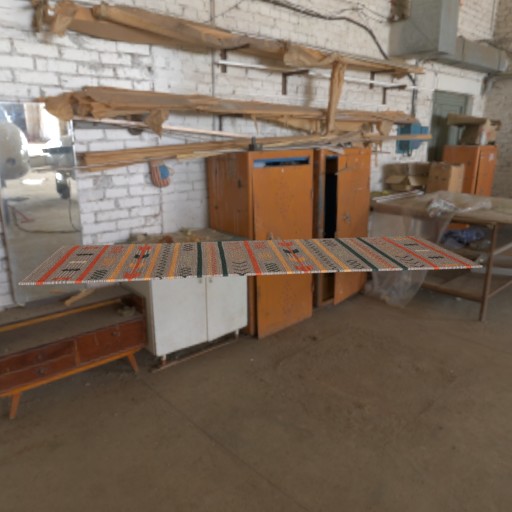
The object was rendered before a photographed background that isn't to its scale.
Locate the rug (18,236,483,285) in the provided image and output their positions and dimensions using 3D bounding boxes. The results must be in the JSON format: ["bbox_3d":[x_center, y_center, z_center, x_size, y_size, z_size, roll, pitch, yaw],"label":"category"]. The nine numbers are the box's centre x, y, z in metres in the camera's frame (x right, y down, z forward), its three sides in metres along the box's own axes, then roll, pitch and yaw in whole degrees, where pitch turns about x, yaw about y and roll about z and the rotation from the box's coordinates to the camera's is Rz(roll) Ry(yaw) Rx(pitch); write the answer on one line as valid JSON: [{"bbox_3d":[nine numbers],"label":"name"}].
[{"bbox_3d":[0.000,0.000,2.639,2.419,0.022,0.744,-2,16,-7],"label":"rug"}]
